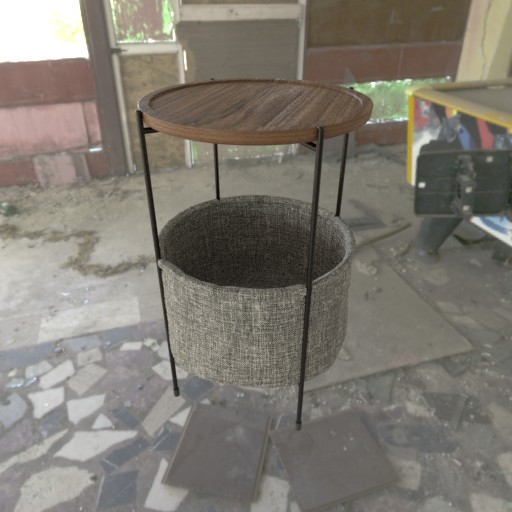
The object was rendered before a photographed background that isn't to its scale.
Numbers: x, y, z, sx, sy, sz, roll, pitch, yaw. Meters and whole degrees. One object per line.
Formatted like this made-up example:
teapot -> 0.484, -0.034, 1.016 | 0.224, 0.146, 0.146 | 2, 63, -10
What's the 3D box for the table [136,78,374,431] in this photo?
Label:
table -> 0.000, 0.000, 0.906 | 0.400, 0.623, 0.400 | 10, 33, 16
